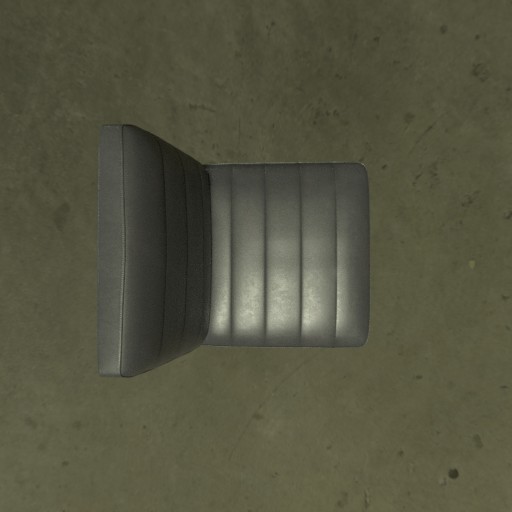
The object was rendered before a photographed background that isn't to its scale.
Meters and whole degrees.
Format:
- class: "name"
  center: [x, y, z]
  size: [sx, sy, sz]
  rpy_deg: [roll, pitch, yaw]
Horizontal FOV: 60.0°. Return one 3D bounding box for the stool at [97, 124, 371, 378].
- class: "stool"
  center: [0.000, 0.000, 1.219]
  size: [0.552, 0.938, 0.457]
  rpy_deg: [0, 89, 0]
